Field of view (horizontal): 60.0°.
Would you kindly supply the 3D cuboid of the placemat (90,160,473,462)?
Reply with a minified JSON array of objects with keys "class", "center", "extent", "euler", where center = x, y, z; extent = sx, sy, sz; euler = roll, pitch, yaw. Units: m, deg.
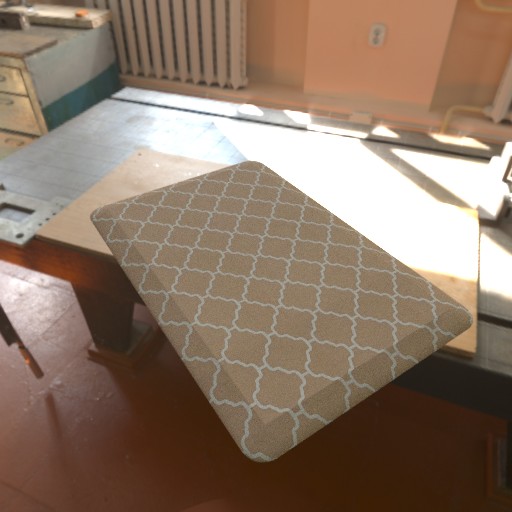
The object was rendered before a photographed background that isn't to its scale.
[{"class":"placemat","center":[0.000,0.000,0.959],"extent":[0.508,0.021,0.762],"euler":[-23,45,-25]}]
